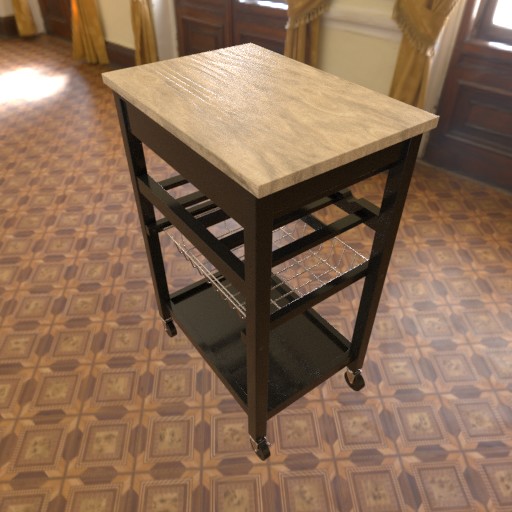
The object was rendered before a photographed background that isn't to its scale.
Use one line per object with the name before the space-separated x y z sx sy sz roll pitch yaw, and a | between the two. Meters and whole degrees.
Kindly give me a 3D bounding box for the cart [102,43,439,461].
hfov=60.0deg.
cart | 0.000 0.000 1.142 0.403 0.839 0.584 -25 46 -27
